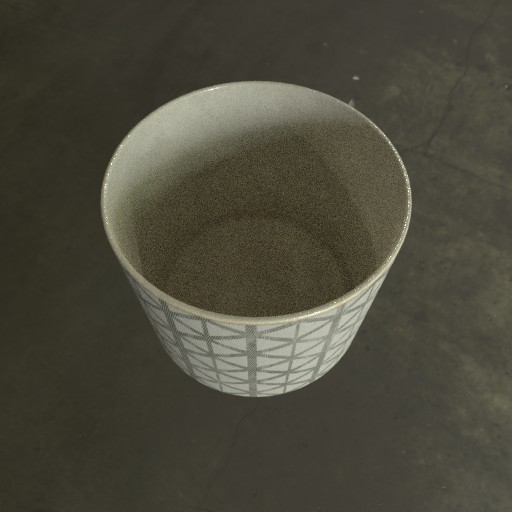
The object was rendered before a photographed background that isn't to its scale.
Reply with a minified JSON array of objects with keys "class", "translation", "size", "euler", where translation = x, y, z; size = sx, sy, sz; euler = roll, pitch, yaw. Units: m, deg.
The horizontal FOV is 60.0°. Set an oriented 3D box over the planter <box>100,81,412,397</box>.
[{"class":"planter","translation":[0.000,0.000,0.351],"size":[0.190,0.181,0.190],"euler":[0,59,0]}]
